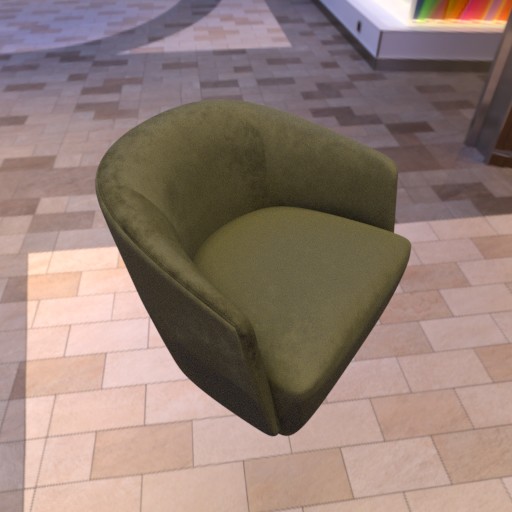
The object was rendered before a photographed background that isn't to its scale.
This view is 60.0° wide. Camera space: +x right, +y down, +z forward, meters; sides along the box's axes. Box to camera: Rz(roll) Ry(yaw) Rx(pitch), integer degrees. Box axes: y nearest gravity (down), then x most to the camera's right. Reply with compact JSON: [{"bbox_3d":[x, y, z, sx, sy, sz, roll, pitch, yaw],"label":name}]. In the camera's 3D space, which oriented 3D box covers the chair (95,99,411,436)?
[{"bbox_3d":[0.000,0.000,1.335,0.767,0.698,0.773,26,49,26],"label":"chair"}]
